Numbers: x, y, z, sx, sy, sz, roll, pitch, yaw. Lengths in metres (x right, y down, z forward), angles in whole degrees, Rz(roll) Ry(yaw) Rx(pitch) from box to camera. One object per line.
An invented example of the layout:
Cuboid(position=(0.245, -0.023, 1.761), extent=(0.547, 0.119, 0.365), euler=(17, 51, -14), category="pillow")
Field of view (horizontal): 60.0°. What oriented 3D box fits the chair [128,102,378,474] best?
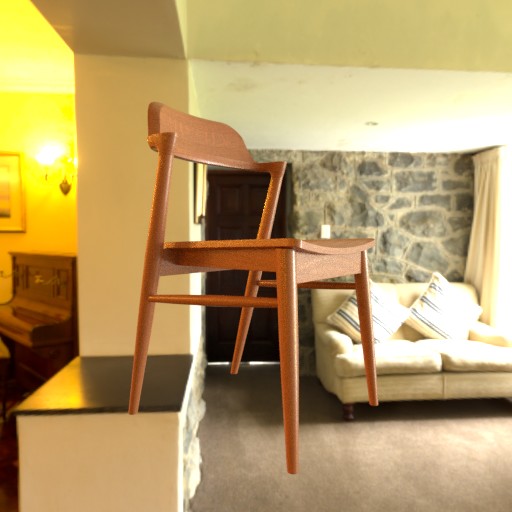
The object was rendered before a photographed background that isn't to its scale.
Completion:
Cuboid(position=(0.000, 0.000, 1.143), extent=(0.499, 0.801, 0.496), euler=(2, 3, 36), category="chair")
